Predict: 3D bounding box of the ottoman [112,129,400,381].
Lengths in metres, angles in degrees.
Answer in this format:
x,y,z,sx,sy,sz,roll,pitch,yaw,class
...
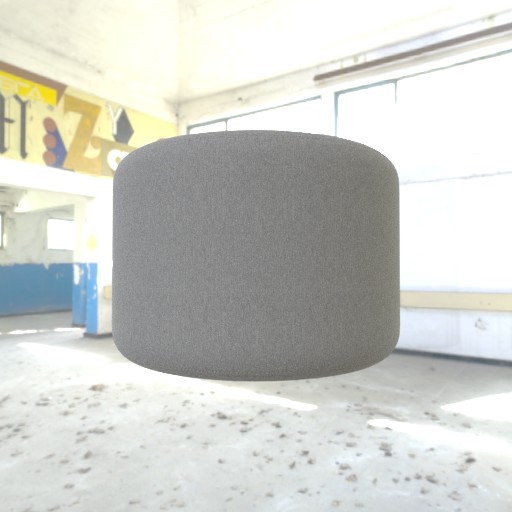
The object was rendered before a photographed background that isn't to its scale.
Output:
x,y,z,sx,sy,sz,roll,pitch,yaw,class
0.000,0.000,0.985,0.608,0.433,0.608,0,-1,0,ottoman
